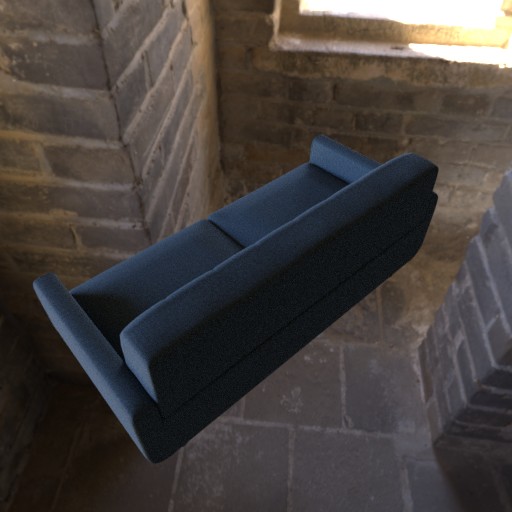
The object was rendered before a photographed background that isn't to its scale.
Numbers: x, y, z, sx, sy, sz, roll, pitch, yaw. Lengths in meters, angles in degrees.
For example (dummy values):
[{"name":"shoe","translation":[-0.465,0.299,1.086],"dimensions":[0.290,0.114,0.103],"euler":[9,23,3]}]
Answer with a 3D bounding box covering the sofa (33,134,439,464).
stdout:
[{"name":"sofa","translation":[0.000,0.000,2.458],"dimensions":[2.055,0.884,0.942],"euler":[-32,54,-28]}]
